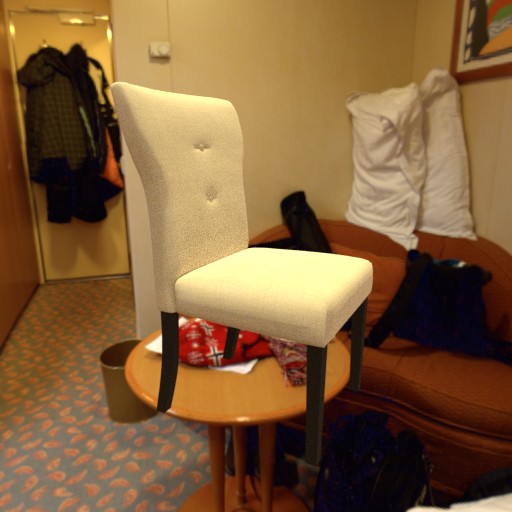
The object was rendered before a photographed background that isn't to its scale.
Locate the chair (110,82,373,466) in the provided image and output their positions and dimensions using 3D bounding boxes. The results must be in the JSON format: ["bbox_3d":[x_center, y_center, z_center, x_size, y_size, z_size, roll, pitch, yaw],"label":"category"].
[{"bbox_3d":[0.000,0.000,1.282,0.597,0.921,0.509,7,16,27],"label":"chair"}]
